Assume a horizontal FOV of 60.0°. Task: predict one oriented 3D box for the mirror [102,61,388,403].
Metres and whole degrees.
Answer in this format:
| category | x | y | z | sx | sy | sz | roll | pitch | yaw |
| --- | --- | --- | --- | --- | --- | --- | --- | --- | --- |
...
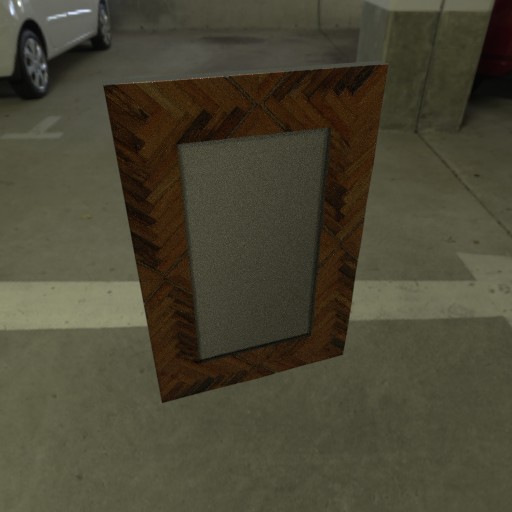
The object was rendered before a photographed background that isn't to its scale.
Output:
| category | x | y | z | sx | sy | sz | roll | pitch | yaw |
| --- | --- | --- | --- | --- | --- | --- | --- | --- | --- |
| mirror | 0.000 | 0.000 | 1.165 | 0.606 | 0.912 | 0.044 | -11 | 35 | -15 |
